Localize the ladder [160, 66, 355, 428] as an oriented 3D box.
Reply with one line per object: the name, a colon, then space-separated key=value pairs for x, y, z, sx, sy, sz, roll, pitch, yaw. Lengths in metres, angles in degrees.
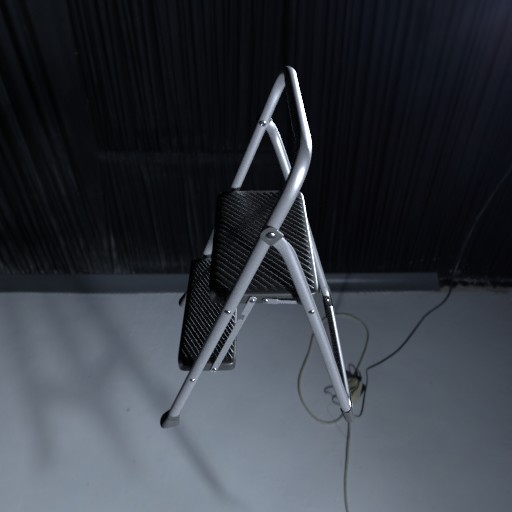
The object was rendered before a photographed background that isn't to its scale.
ladder: x=0.000 y=0.000 z=0.988 sx=0.472 sy=0.720 sz=0.430 roll=-1 pitch=42 yaw=-1
